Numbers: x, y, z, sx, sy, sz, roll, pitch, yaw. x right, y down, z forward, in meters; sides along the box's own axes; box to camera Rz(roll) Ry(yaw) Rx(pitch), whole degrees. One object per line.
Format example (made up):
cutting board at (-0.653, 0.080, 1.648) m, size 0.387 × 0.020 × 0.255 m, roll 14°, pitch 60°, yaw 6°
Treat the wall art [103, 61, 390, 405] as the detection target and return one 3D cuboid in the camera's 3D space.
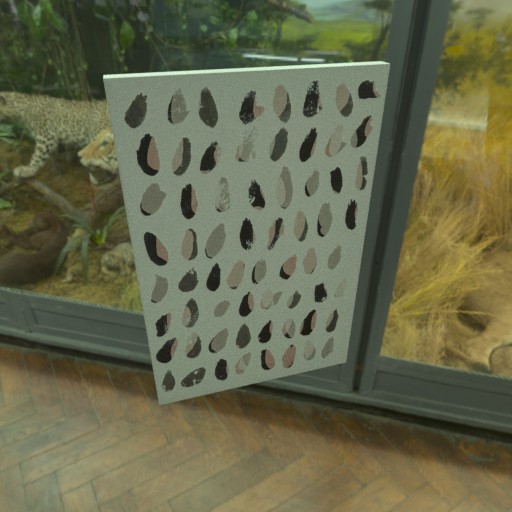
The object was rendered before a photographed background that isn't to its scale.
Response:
wall art at (0.000, 0.000, 0.772) m, size 0.405 × 0.608 × 0.025 m, roll -9°, pitch 33°, yaw -14°
